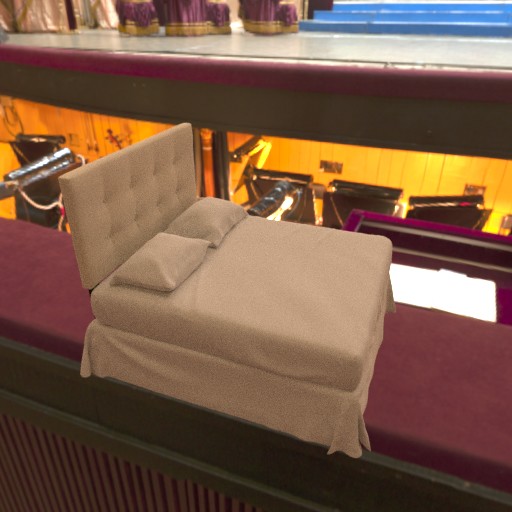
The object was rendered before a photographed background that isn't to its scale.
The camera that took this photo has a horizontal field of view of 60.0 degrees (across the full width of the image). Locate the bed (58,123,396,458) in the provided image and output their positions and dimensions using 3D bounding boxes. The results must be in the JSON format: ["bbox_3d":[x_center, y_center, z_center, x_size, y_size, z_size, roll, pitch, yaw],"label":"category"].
[{"bbox_3d":[0.000,0.000,3.493,2.222,1.577,1.936,11,31,18],"label":"bed"}]
